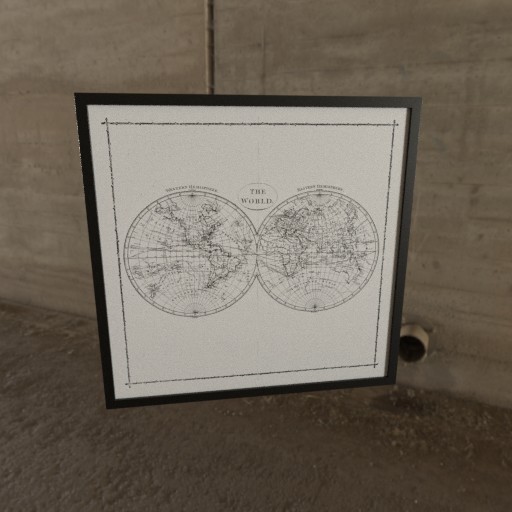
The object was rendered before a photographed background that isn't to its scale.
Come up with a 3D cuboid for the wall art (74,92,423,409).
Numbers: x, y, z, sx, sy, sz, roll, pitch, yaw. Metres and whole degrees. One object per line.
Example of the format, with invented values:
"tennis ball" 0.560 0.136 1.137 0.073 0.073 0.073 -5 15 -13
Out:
"wall art" 0.000 0.000 0.467 0.327 0.318 0.029 -2 15 -8
